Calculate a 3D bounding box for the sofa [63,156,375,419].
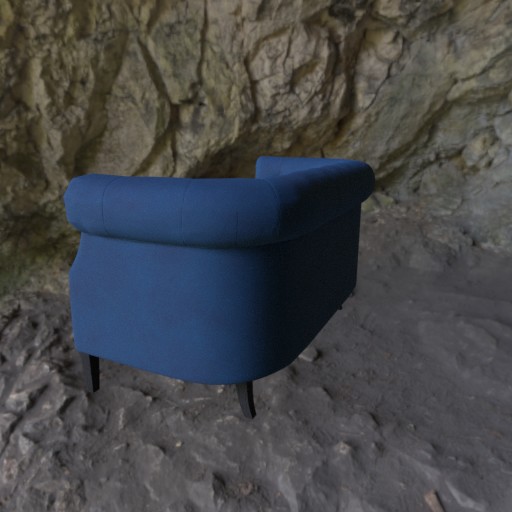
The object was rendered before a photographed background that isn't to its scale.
[{"bbox_3d":[0.000,0.000,2.017,0.835,0.827,1.558,7,17,25],"label":"sofa"}]
